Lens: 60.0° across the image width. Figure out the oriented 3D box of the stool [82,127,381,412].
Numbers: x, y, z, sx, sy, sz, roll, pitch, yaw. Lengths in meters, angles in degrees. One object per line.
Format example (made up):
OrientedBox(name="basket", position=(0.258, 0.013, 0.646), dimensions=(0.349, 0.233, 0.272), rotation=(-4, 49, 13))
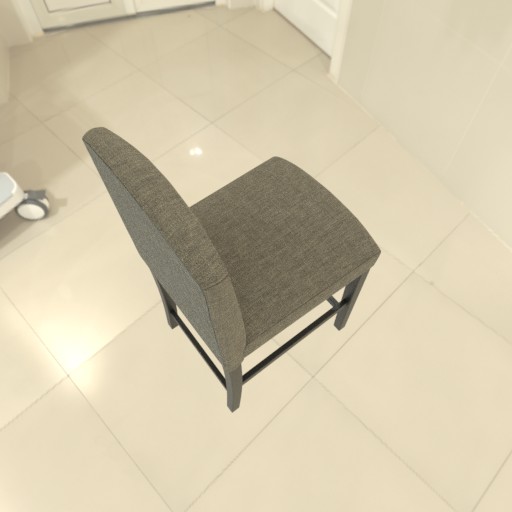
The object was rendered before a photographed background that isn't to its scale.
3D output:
OrientedBox(name="stool", position=(0.000, 0.000, 1.253), dimensions=(0.552, 0.966, 0.451), rotation=(-33, 64, -19))
